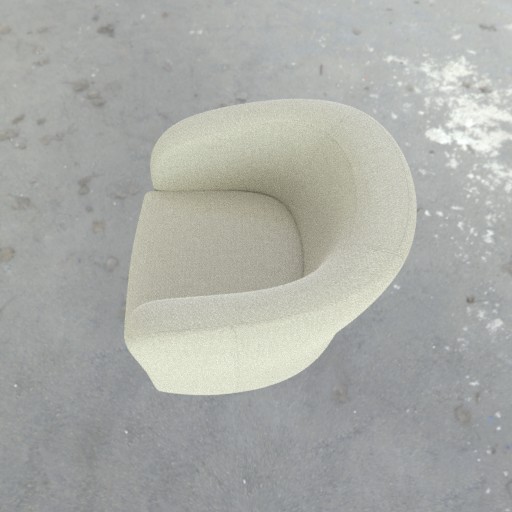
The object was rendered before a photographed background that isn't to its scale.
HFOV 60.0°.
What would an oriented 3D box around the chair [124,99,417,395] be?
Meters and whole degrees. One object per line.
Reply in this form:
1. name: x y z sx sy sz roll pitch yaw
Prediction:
1. chair: 0.000 0.000 1.451 0.815 0.771 0.791 -1 57 -1
